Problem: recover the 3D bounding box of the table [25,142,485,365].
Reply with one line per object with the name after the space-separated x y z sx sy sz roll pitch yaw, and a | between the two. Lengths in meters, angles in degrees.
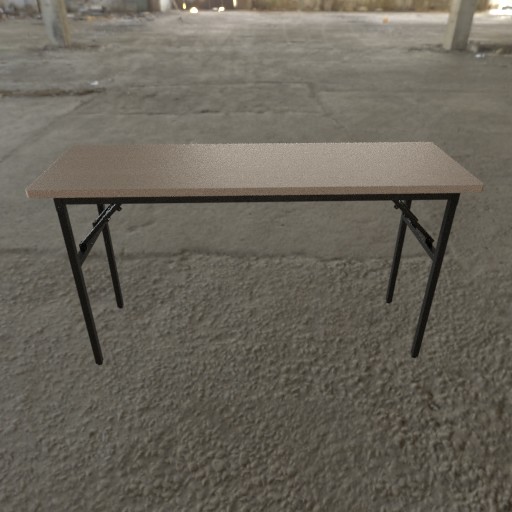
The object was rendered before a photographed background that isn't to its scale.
0.000 0.000 1.724 1.397 0.750 0.447 -1 31 -2 | table
